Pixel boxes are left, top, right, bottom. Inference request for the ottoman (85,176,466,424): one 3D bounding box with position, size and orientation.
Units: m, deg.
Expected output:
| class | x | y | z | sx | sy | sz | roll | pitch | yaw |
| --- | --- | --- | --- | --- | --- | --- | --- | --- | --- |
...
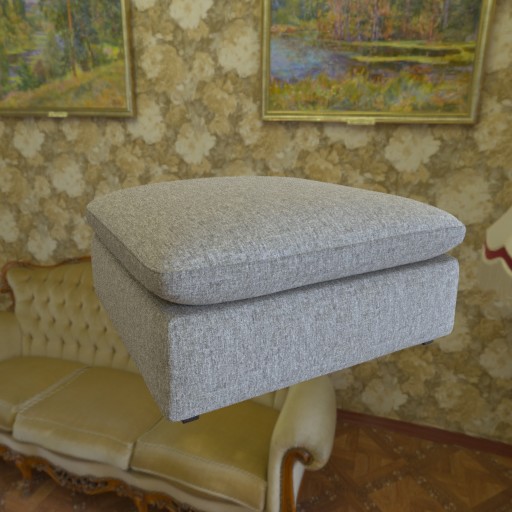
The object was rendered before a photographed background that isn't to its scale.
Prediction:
| class | x | y | z | sx | sy | sz | roll | pitch | yaw |
| --- | --- | --- | --- | --- | --- | --- | --- | --- | --- |
| ottoman | 0.000 | 0.000 | 1.627 | 1.039 | 0.526 | 1.035 | -9 | 19 | -27 |
